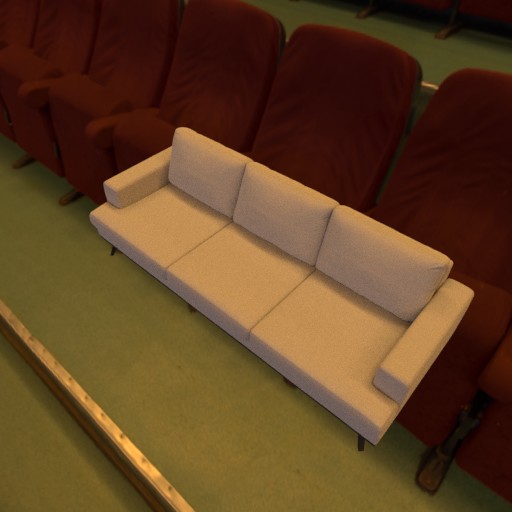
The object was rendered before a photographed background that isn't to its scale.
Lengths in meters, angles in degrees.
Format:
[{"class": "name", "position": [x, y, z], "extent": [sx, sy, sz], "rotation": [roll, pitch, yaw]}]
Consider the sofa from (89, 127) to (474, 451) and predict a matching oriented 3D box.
[{"class": "sofa", "position": [0.000, 0.000, 2.752], "extent": [2.310, 0.810, 0.920], "rotation": [32, 53, 28]}]
